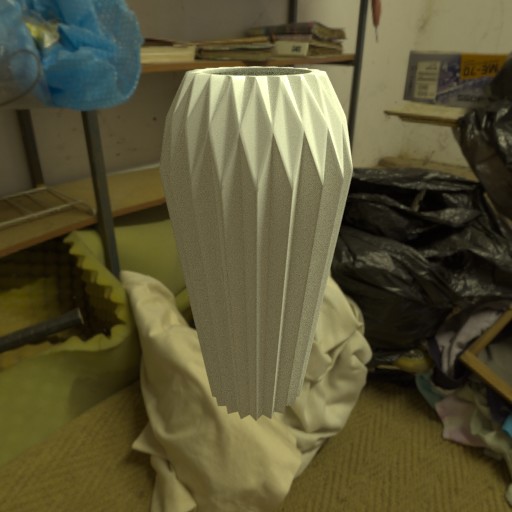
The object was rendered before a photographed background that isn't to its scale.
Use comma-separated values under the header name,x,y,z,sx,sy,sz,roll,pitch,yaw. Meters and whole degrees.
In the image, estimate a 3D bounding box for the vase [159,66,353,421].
name,x,y,z,sx,sy,sz,roll,pitch,yaw
vase,0.000,0.000,0.341,0.133,0.263,0.133,0,27,0
